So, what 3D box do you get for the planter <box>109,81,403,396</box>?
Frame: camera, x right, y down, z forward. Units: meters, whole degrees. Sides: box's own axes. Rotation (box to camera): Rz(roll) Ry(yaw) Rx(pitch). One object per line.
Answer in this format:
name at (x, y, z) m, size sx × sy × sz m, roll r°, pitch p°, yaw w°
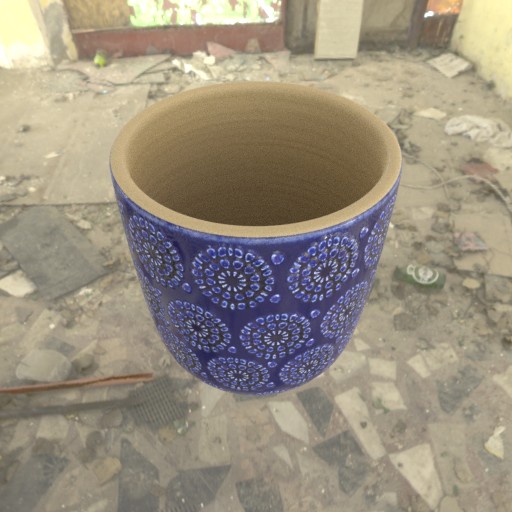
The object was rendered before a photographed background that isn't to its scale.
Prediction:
planter at (0.000, 0.000, 0.352) m, size 0.184 × 0.206 × 0.184 m, roll 0°, pitch 45°, yaw 0°
